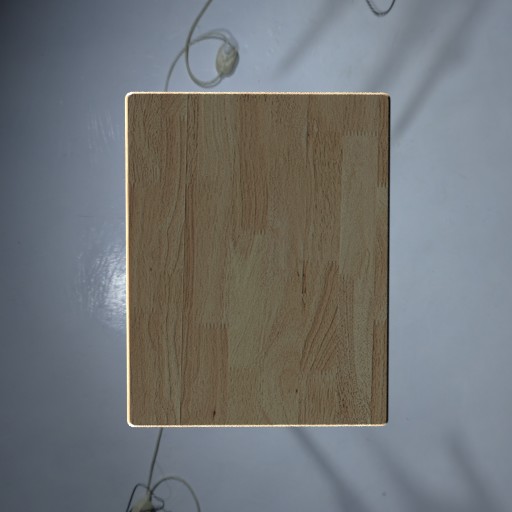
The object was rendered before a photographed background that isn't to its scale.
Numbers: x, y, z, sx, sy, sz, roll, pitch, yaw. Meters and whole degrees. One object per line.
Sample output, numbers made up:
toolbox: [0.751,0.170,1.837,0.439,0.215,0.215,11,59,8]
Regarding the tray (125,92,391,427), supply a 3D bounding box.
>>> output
tray: [0.000,0.000,0.967,0.381,0.660,0.483,0,91,-1]
